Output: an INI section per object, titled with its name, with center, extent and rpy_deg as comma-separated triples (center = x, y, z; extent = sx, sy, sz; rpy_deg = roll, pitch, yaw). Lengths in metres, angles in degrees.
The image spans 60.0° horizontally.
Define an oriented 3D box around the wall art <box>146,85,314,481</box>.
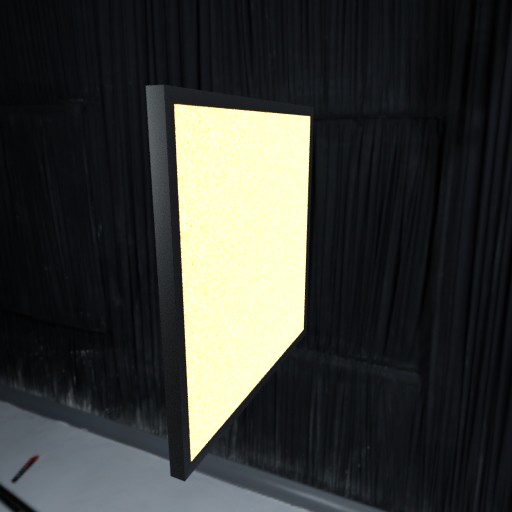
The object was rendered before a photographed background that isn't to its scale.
[wall art]
center = 0.000, 0.000, 1.134
extent = 0.036, 0.755, 0.756
rpy_deg = 7, 17, 24
